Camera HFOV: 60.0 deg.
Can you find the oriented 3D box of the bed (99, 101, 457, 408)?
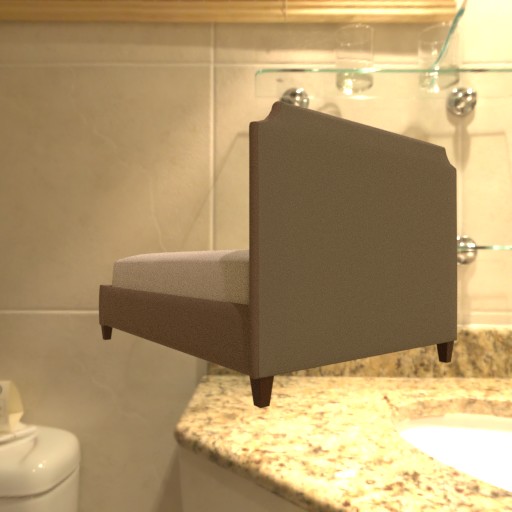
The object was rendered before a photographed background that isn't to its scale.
[{"bbox_3d":[0.000,0.000,3.434,1.713,1.443,2.372,1,-1,-36],"label":"bed"}]
